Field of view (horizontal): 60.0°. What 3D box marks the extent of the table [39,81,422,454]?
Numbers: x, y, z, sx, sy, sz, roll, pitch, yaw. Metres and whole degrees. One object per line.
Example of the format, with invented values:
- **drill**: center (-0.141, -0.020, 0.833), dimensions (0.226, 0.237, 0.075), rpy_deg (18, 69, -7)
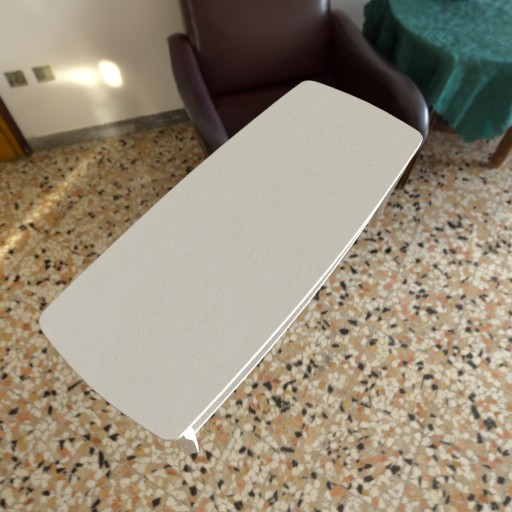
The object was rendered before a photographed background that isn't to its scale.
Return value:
- **table**: center (0.000, 0.000, 1.572), dimensions (0.561, 0.474, 1.334), rpy_deg (34, 64, 19)
